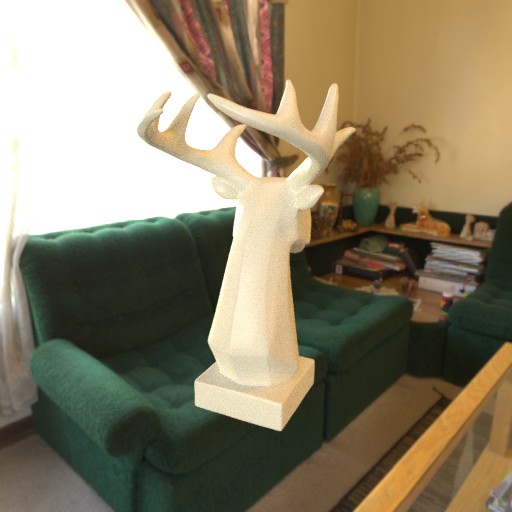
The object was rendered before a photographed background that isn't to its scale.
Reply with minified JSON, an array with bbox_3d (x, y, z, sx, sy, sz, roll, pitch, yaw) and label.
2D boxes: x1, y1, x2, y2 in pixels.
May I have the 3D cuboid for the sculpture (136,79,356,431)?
[{"bbox_3d":[0.000,0.000,0.463,0.174,0.329,0.224,7,16,25],"label":"sculpture"}]
